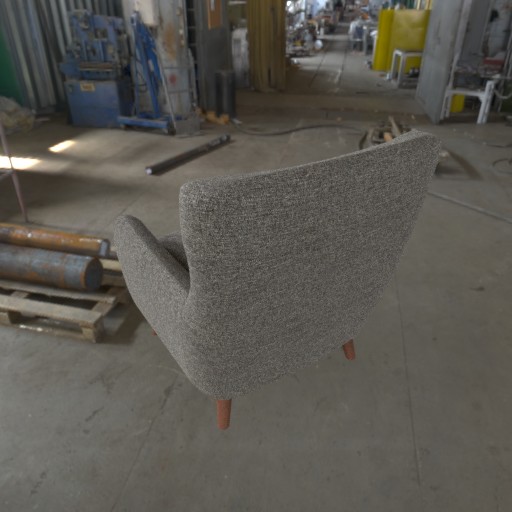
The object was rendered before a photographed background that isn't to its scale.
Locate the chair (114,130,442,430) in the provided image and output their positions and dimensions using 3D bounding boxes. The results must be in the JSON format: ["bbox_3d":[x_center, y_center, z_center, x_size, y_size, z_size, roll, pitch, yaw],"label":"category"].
[{"bbox_3d":[0.000,0.000,1.739,0.889,1.039,0.940,-19,36,-29],"label":"chair"}]
